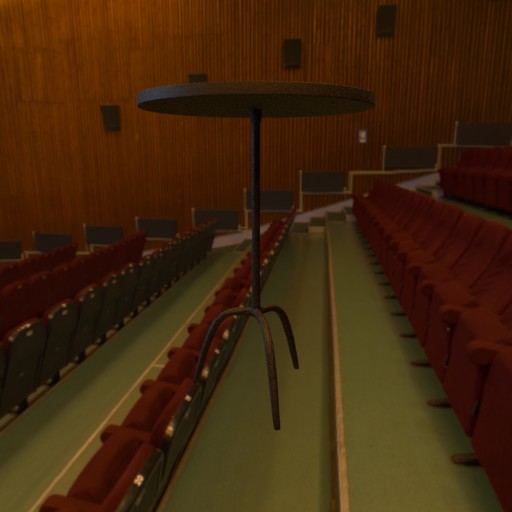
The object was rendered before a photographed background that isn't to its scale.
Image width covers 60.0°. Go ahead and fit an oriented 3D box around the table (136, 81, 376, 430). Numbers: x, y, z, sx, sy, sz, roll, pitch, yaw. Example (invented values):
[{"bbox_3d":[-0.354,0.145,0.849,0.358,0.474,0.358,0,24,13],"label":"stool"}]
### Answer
[{"bbox_3d":[0.000,0.000,1.042,0.502,0.700,0.502,2,13,8],"label":"table"}]
